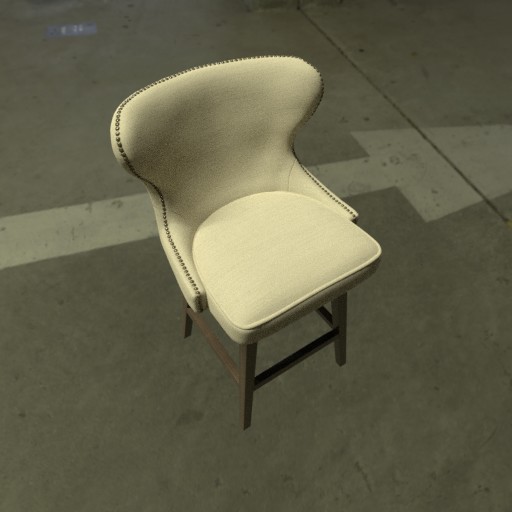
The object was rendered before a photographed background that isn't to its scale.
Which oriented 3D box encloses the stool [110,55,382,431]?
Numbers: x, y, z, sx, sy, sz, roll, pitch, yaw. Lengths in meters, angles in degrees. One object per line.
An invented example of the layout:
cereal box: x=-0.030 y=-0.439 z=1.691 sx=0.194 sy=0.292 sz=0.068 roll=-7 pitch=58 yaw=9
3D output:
stool: x=0.000 y=0.000 z=1.363 sx=0.615 sy=0.972 sz=0.597 roll=-26 pitch=52 yaw=-22
